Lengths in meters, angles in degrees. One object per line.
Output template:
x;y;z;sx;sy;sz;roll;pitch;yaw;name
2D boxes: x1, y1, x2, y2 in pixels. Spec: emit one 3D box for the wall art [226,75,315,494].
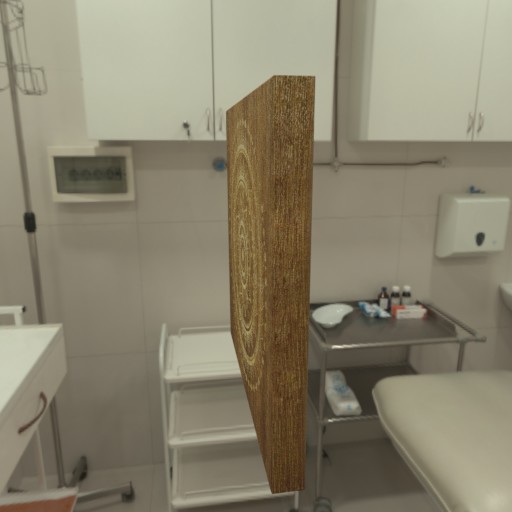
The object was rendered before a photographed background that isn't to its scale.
0.000;0.000;0.602;0.039;0.403;0.406;-2;14;-9;wall art
